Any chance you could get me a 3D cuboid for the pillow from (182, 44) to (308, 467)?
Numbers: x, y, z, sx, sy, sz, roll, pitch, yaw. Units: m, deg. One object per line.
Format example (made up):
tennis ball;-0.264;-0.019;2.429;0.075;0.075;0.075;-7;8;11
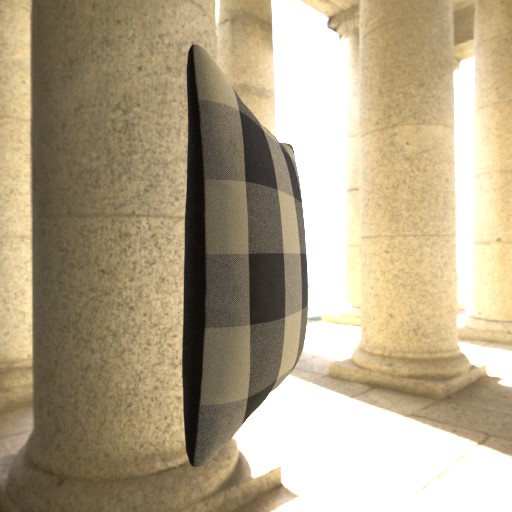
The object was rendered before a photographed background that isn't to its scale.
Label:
pillow;0.000;0.000;0.771;0.161;0.509;0.511;0;0;17
